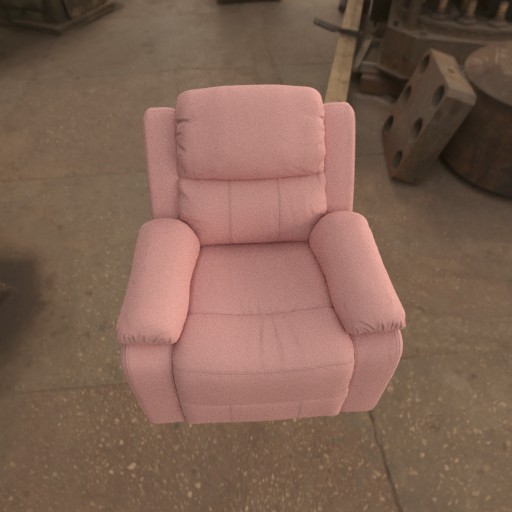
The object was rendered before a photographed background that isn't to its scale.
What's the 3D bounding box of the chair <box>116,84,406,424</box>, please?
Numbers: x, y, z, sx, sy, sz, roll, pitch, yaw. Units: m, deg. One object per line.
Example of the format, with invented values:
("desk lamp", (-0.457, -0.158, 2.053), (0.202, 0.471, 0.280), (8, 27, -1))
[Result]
("chair", (0.000, 0.000, 1.231), (0.680, 0.702, 0.709), (-3, 46, -2))
